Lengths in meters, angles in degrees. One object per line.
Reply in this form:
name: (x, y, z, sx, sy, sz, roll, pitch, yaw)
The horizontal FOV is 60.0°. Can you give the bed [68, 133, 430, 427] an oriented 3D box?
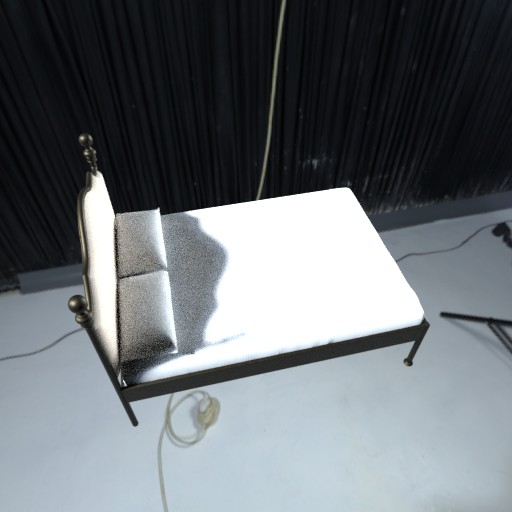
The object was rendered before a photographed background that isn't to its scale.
bed: (0.000, 0.000, 3.246, 2.170, 1.462, 1.533, -10, 48, -9)
